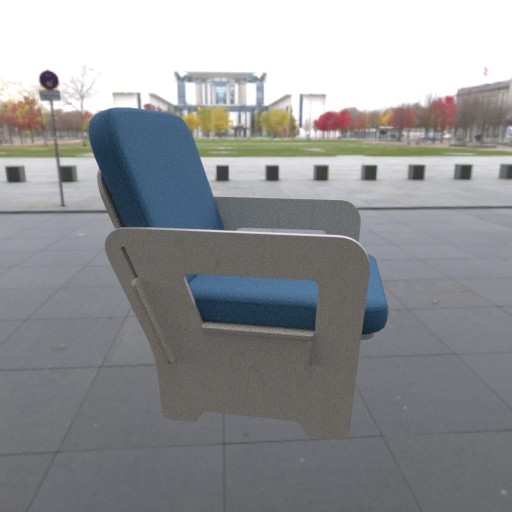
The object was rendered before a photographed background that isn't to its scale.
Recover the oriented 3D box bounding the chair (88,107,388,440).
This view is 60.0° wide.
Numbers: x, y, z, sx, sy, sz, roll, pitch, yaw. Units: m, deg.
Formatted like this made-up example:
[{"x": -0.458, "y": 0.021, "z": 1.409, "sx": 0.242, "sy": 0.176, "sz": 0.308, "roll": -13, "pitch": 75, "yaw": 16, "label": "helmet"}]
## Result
[{"x": 0.000, "y": 0.000, "z": 1.183, "sx": 0.657, "sy": 0.747, "sz": 0.547, "roll": 3, "pitch": 16, "yaw": 10, "label": "chair"}]
